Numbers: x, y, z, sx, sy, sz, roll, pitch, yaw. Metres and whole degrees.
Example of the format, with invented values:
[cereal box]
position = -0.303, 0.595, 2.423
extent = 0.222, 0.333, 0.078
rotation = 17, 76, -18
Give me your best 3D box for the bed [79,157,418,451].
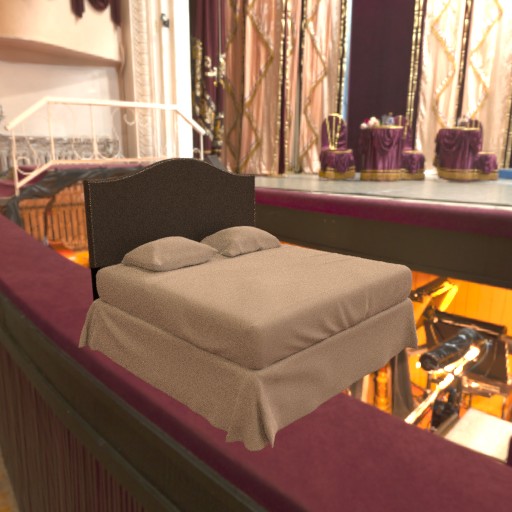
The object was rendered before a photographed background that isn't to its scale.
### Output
[bed]
position = 0.000, 0.000, 3.815
extent = 2.219, 1.651, 2.314
rotation = 12, 17, 43
